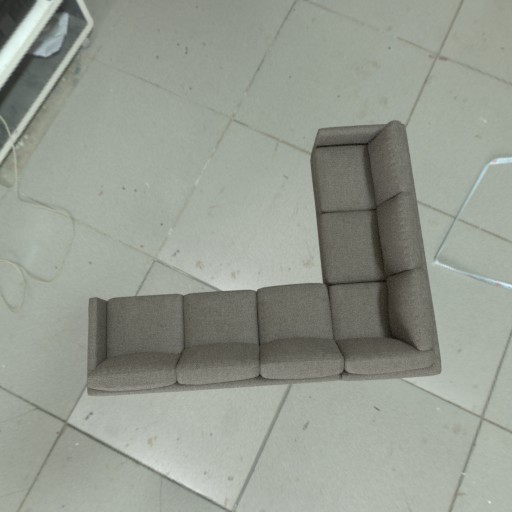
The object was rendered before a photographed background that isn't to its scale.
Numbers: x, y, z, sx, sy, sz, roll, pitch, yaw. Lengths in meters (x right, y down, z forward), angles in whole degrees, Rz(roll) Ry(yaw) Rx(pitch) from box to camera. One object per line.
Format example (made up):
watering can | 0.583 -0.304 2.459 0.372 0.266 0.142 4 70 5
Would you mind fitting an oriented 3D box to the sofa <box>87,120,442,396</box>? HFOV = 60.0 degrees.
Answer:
sofa | 0.000 0.000 4.562 3.302 0.947 2.593 -4 77 -1
